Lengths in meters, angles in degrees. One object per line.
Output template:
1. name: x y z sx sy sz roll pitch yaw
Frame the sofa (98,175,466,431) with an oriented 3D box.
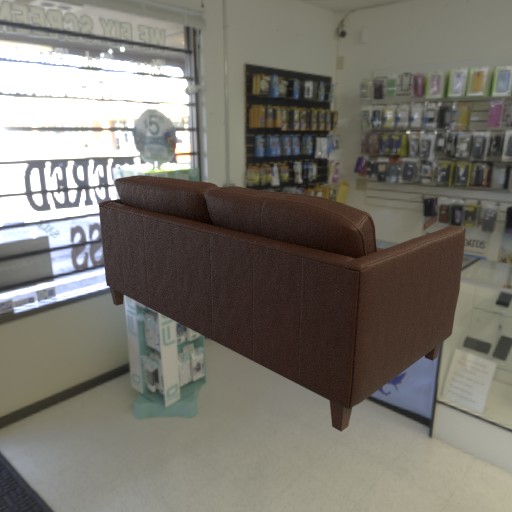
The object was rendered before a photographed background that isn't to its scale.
1. sofa: 0.000 0.000 2.513 0.923 0.863 1.971 -15 21 -42
